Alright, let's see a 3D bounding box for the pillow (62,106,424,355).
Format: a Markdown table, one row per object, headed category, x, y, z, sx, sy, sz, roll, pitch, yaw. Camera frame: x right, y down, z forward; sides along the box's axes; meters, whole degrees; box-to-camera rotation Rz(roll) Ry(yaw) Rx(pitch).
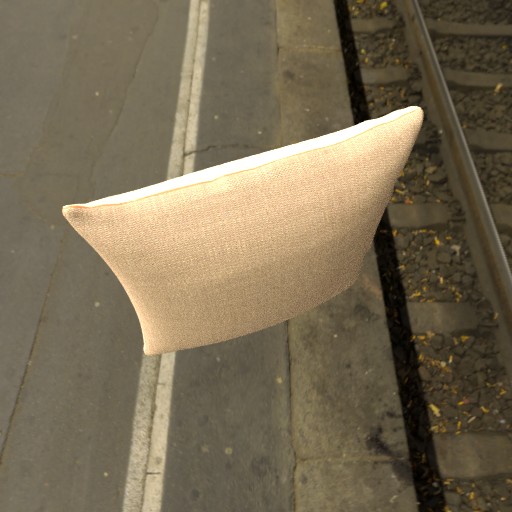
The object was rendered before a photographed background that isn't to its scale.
| category | x | y | z | sx | sy | sz | roll | pitch | yaw |
| --- | --- | --- | --- | --- | --- | --- | --- | --- | --- |
| pillow | 0.000 | 0.000 | 0.800 | 0.521 | 0.519 | 0.215 | -19 | 61 | -11 |
